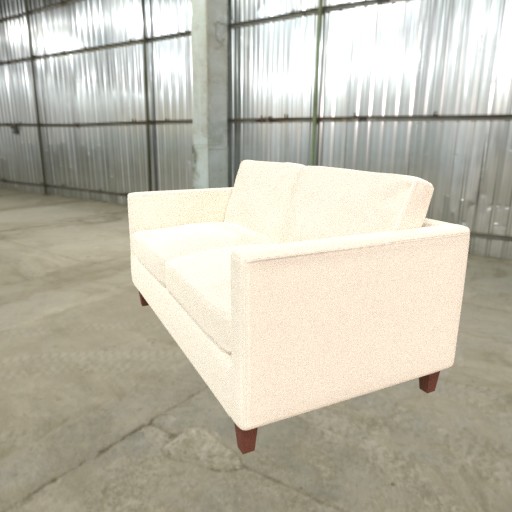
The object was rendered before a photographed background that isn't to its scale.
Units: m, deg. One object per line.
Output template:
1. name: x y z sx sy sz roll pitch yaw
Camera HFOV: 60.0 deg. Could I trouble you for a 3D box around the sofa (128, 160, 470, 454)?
1. sofa: 0.000 0.000 2.205 0.964 0.888 1.702 -7 16 -25
